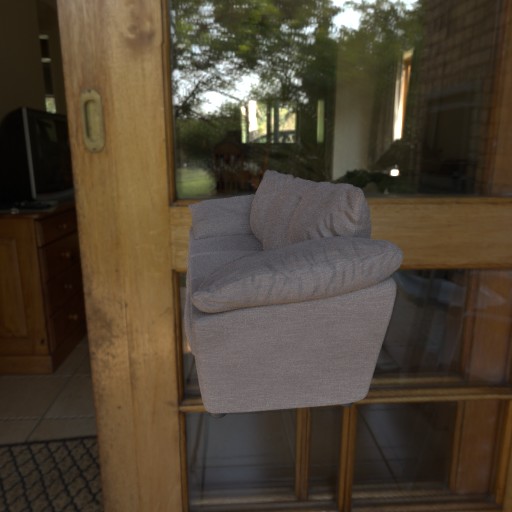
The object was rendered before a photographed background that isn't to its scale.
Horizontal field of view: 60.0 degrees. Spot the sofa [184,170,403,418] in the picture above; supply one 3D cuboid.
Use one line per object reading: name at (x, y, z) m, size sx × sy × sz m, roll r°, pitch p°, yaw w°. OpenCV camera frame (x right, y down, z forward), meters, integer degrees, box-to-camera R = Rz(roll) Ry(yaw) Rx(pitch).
sofa at (0.000, 0.000, 2.876) m, size 0.927 × 1.043 × 2.390 m, roll -2°, pitch 13°, yaw -9°
